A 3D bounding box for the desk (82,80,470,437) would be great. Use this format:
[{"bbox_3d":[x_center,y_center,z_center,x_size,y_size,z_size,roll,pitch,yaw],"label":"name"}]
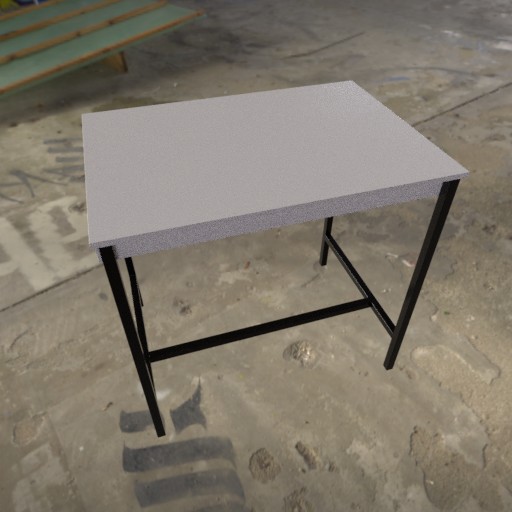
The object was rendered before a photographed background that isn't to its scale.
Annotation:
[{"bbox_3d":[0.000,0.000,1.347,0.811,0.766,0.573,-12,43,-13],"label":"desk"}]
